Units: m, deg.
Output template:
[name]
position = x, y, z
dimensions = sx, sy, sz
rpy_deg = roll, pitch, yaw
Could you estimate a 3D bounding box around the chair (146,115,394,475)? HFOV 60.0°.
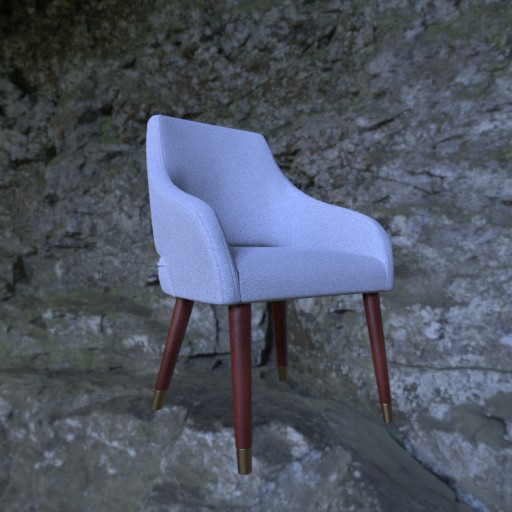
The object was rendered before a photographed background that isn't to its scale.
[chair]
position = 0.000, 0.000, 1.287
dimensions = 0.609, 0.889, 0.600
rpy_deg = -1, 1, -36
